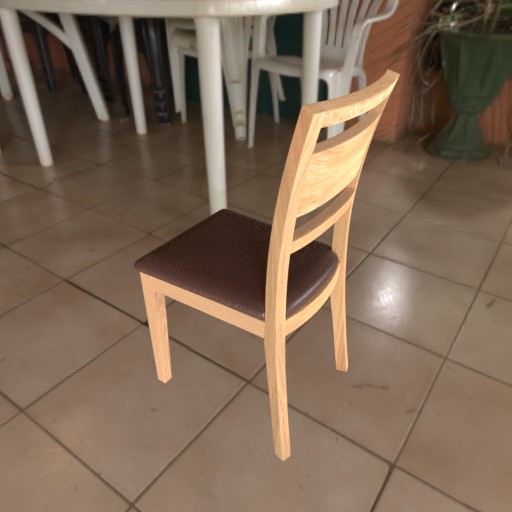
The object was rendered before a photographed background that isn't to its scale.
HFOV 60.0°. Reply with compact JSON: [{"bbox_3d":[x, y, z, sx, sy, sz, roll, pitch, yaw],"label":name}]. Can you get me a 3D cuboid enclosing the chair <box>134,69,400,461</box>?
[{"bbox_3d":[0.000,0.000,1.208,0.545,0.940,0.420,20,38,28],"label":"chair"}]
